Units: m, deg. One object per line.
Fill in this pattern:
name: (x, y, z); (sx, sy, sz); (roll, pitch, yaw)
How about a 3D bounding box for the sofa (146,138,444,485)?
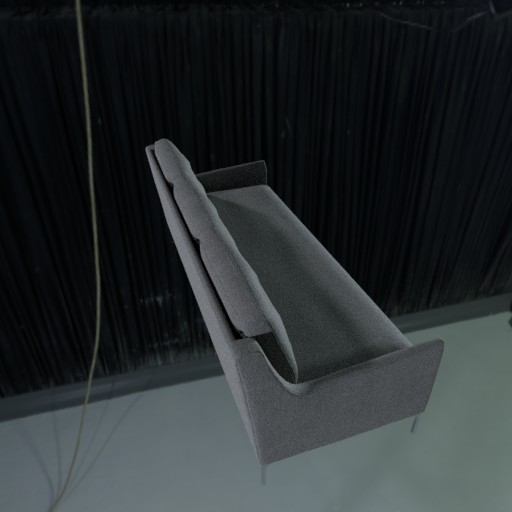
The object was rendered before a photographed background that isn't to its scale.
sofa: (0.000, 0.000, 2.440); (0.849, 0.837, 2.060); (-11, 35, -16)
